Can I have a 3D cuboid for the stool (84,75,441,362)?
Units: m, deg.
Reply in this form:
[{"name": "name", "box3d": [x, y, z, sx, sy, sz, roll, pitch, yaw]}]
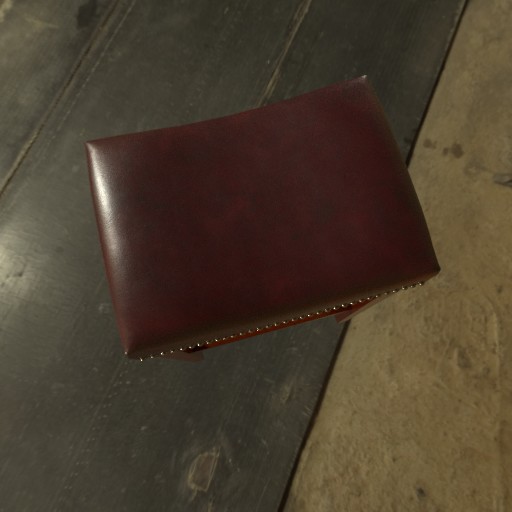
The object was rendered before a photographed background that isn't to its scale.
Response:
[{"name": "stool", "box3d": [0.000, 0.000, 1.031, 0.504, 0.742, 0.372, -15, 76, -4]}]
